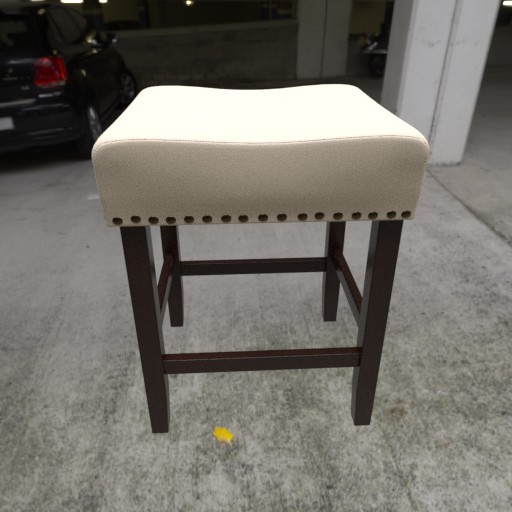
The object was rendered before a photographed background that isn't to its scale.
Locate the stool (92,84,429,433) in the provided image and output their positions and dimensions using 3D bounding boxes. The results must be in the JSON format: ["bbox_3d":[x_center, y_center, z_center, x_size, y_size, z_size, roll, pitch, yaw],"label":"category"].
[{"bbox_3d":[0.000,0.000,0.913,0.471,0.609,0.401,-2,30,-3],"label":"stool"}]
